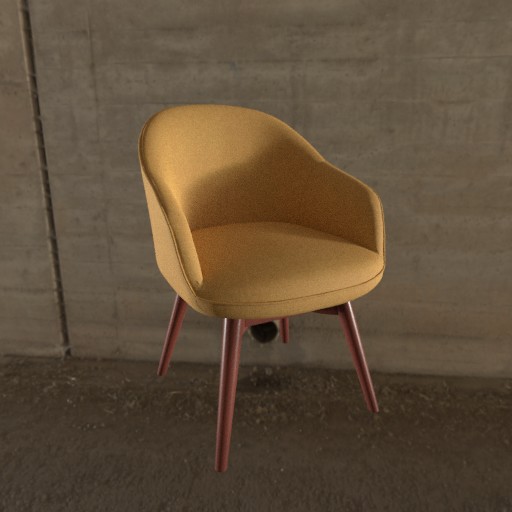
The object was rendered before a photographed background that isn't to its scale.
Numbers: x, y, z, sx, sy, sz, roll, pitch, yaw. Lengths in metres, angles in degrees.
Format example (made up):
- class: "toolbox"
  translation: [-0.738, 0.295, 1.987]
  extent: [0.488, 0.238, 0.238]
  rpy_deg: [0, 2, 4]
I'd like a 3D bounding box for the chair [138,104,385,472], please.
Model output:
- class: "chair"
  translation: [0.000, 0.000, 1.230]
  extent: [0.596, 0.823, 0.635]
  rpy_deg: [-8, 18, -27]
